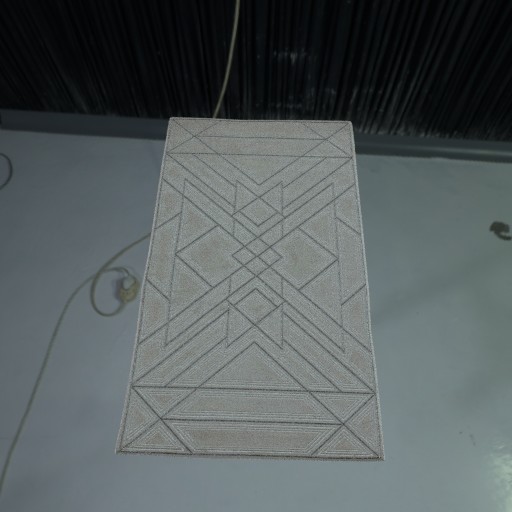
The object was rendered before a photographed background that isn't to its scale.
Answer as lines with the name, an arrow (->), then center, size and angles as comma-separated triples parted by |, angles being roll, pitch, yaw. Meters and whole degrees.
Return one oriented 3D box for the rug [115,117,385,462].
rug -> 0.000, 0.000, 1.039 | 0.511, 0.008, 0.869 | 1, 62, 1
